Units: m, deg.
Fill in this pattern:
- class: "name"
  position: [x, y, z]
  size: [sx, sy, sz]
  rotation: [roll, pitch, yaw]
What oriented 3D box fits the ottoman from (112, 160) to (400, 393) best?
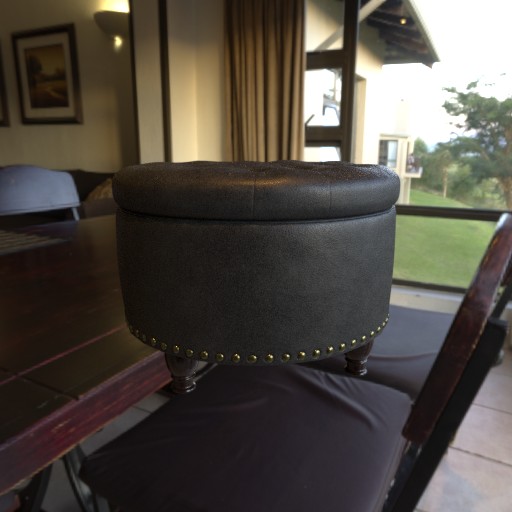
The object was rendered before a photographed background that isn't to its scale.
- class: "ottoman"
  position: [0.000, 0.000, 1.067]
  size: [0.637, 0.442, 0.637]
  rotation: [0, 14, 0]
